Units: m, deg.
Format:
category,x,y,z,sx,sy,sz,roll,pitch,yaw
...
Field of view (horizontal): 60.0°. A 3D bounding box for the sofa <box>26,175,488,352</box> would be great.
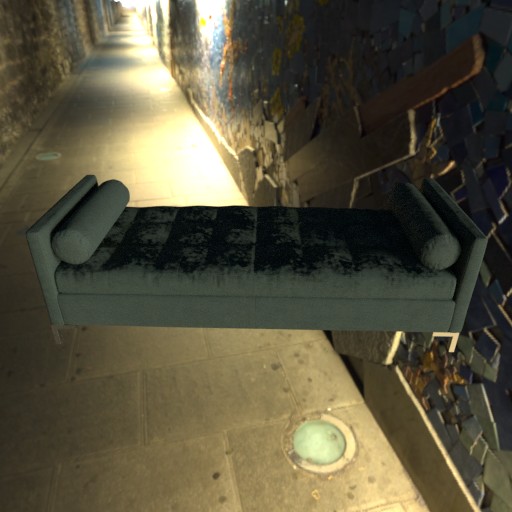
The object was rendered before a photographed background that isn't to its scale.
category,x,y,z,sx,sy,sz,roll,pitch,yaw
sofa,0.000,0.000,2.466,2.102,0.657,0.797,1,30,1
